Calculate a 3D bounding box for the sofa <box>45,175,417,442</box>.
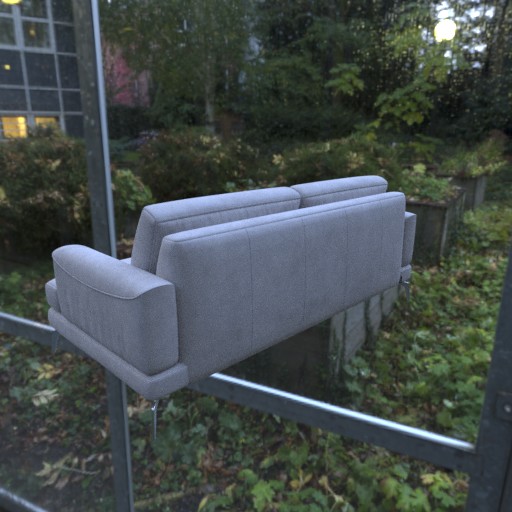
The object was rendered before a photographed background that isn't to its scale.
[{"bbox_3d":[0.000,0.000,2.497,2.013,0.830,0.980,-15,22,-43],"label":"sofa"}]
